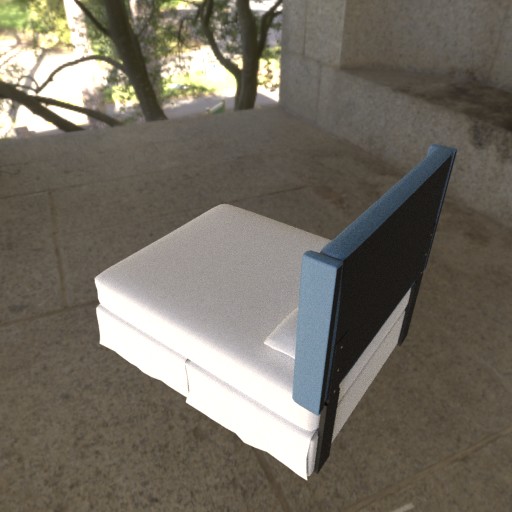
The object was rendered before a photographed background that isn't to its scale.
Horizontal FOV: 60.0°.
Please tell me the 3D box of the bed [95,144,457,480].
[{"bbox_3d":[0.000,0.000,3.336,2.078,1.665,1.719,23,40,30],"label":"bed"}]
